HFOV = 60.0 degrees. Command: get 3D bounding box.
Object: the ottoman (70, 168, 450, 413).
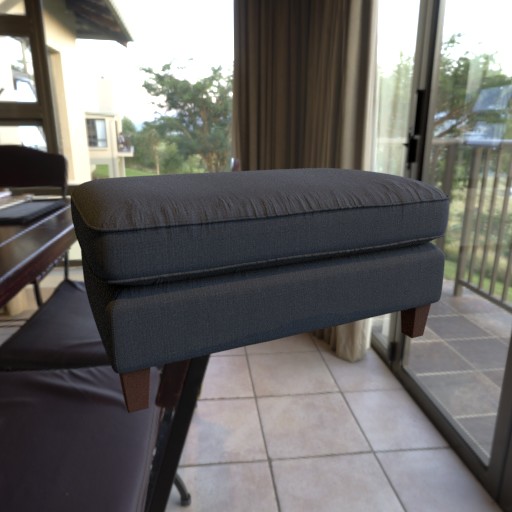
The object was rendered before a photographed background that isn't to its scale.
[{"bbox_3d":[0.000,0.000,1.207,0.885,0.438,0.570,-8,18,-25],"label":"ottoman"}]
